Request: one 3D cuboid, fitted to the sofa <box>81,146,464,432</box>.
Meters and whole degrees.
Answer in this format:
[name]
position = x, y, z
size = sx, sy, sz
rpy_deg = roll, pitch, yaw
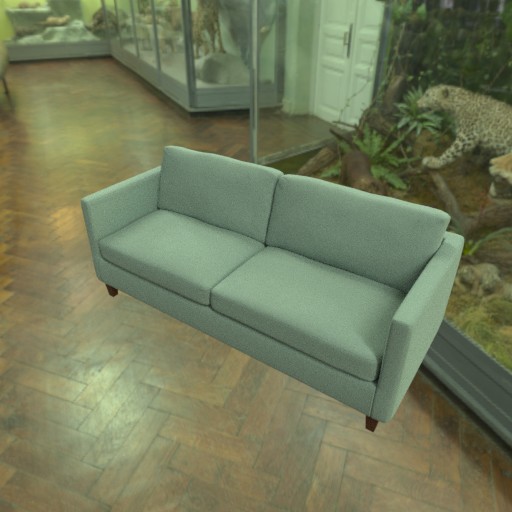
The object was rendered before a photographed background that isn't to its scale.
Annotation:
[sofa]
position = 0.000, 0.000, 2.804
size = 2.208, 0.965, 0.951
rpy_deg = 20, 37, 29
